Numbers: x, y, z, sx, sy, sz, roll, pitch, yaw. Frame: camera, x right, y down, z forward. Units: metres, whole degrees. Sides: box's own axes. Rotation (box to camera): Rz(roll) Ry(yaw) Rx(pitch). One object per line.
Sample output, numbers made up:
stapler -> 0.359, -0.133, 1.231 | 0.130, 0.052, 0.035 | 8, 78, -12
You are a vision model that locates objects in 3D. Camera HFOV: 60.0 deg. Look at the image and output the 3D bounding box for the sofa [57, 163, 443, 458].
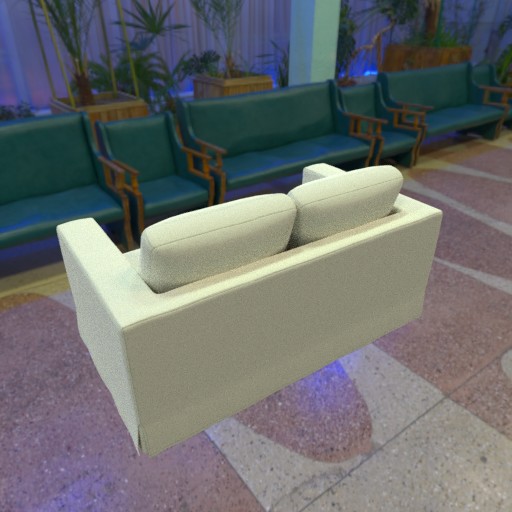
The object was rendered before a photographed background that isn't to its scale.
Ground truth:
sofa -> 0.000, 0.000, 2.419 | 1.813, 0.932, 1.009 | -18, 35, -29
